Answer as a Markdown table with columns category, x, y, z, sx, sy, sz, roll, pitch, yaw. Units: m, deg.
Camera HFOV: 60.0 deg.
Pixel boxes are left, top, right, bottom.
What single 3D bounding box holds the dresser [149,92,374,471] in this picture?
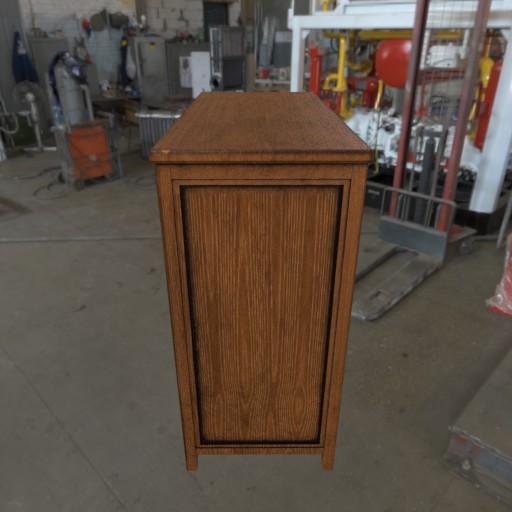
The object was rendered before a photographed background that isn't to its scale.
| category | x | y | z | sx | sy | sz | roll | pitch | yaw |
| --- | --- | --- | --- | --- | --- | --- | --- | --- | --- |
| dresser | 0.000 | 0.000 | 1.949 | 0.591 | 1.224 | 1.250 | 0 | 27 | 0 |
